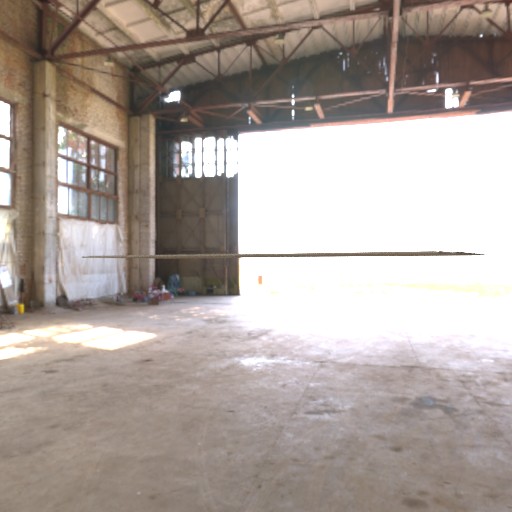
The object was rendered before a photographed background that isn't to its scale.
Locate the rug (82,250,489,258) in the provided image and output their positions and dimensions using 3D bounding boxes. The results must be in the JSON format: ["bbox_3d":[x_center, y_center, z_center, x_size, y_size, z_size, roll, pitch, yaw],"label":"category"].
[{"bbox_3d":[0.000,0.000,2.727,2.480,0.013,0.786,-1,-1,35],"label":"rug"}]
